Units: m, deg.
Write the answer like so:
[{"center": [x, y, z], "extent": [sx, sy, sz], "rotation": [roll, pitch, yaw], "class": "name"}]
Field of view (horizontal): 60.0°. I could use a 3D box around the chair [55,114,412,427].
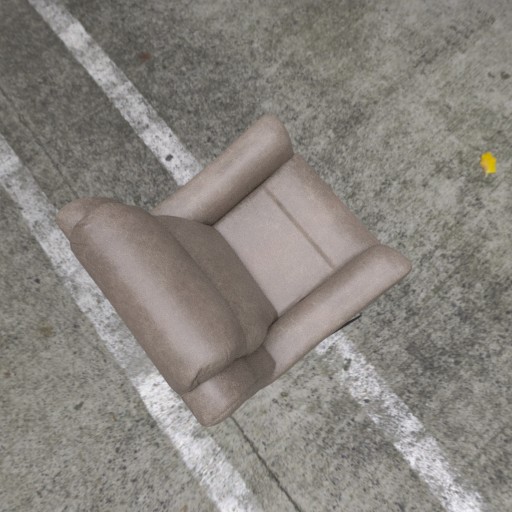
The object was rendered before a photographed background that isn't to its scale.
[{"center": [0.000, 0.000, 1.897], "extent": [1.068, 1.116, 0.967], "rotation": [-37, 78, -10], "class": "chair"}]
